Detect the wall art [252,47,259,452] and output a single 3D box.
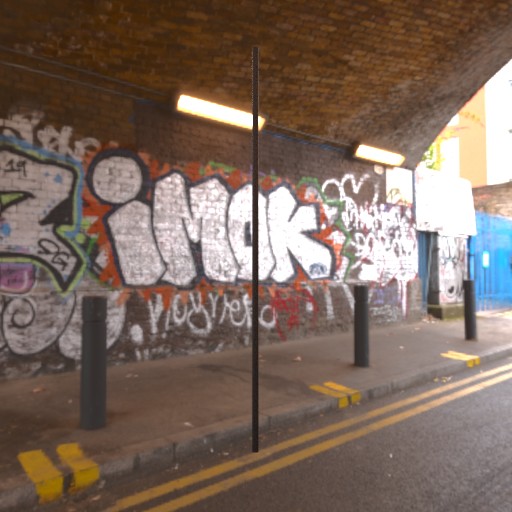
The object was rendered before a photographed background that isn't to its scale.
[{"bbox_3d":[0.000,0.000,1.478,0.013,0.811,1.192,0,-2,0],"label":"wall art"}]
